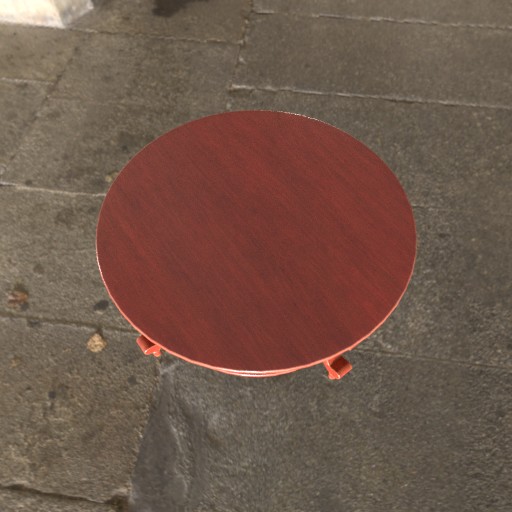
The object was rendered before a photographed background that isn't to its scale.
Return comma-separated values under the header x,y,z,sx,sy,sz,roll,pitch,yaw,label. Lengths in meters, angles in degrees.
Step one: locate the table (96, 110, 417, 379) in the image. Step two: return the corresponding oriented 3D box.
x,y,z,sx,sy,sz,roll,pitch,yaw,label
0.000,0.000,1.641,1.029,0.486,1.029,0,58,0,table
